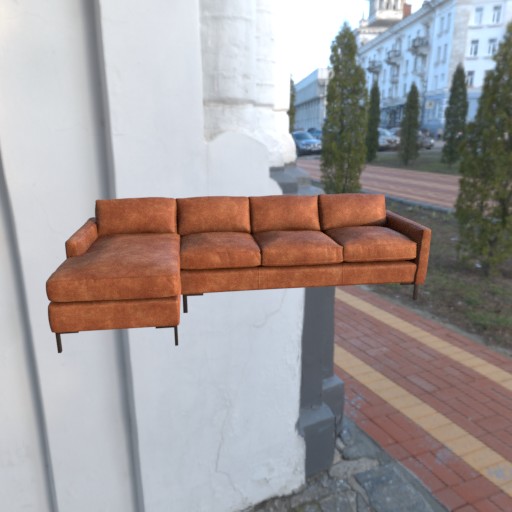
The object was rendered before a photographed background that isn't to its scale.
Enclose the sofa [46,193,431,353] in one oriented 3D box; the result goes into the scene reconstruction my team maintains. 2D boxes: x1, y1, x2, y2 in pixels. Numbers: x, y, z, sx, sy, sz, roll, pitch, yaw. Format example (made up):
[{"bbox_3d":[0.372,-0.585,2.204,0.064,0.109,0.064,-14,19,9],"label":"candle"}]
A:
[{"bbox_3d":[0.000,0.000,3.744,2.993,0.859,1.471,-2,16,-8],"label":"sofa"}]
